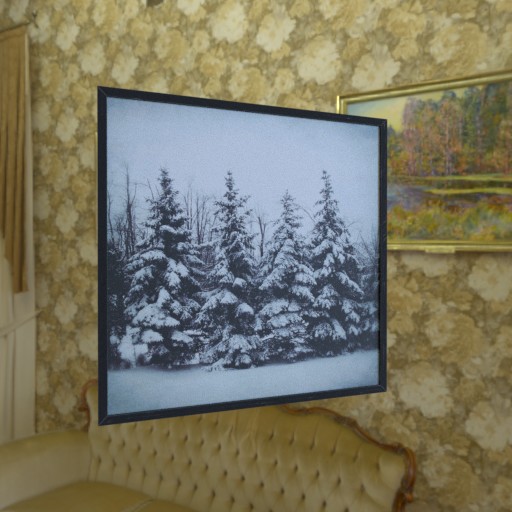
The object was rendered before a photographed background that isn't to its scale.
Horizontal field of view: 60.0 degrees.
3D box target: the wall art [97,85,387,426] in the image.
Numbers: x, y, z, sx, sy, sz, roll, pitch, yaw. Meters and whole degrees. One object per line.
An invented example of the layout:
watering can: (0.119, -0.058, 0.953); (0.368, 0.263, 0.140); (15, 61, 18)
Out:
wall art: (0.000, 0.000, 1.131); (0.761, 0.761, 0.037); (0, 0, -19)
